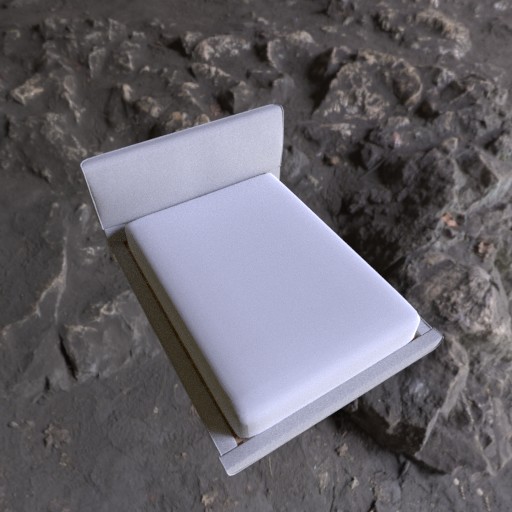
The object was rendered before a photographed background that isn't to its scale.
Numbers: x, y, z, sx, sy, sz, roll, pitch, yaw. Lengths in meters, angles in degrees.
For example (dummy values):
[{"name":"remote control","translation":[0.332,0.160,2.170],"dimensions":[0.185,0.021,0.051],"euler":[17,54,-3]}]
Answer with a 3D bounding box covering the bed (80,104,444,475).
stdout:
[{"name":"bed","translation":[0.000,0.000,3.435],"dimensions":[1.840,1.067,2.368],"euler":[-24,51,-21]}]
